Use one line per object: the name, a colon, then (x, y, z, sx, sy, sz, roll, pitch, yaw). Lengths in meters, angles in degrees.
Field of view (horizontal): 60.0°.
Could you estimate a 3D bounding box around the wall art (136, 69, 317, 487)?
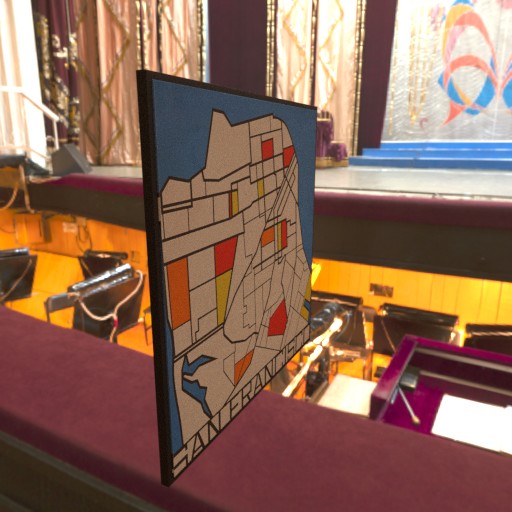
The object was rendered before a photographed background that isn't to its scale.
wall art: (0.000, 0.000, 0.663, 0.013, 0.457, 0.458, 7, 16, 27)
